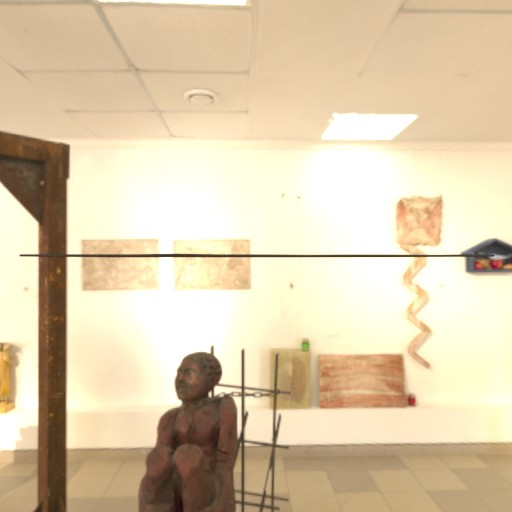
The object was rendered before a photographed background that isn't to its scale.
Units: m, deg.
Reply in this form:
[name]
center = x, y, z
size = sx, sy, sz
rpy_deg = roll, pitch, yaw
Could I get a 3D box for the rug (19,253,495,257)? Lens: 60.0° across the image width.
[rug]
center = 0.000, 0.000, 2.288
size = 1.820, 0.012, 1.207
rpy_deg = 0, 0, -2
